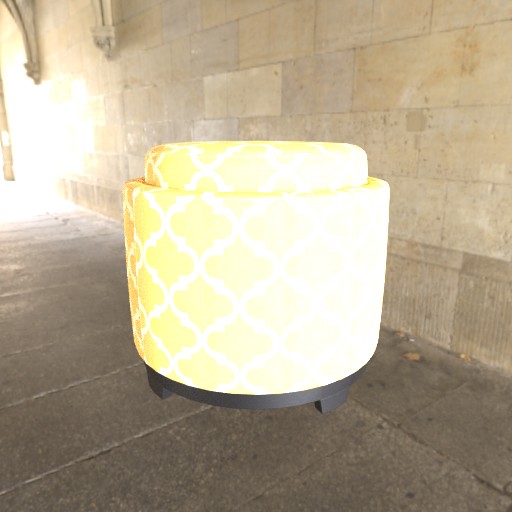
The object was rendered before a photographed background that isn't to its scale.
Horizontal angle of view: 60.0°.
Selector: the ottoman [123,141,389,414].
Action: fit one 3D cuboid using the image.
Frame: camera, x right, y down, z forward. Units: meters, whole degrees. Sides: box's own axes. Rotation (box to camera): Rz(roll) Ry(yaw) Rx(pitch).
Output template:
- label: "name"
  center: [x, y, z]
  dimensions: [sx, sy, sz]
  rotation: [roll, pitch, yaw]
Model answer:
- label: "ottoman"
  center: [0.000, 0.000, 0.855]
  dimensions: [0.480, 0.429, 0.480]
  rotation: [0, 15, 0]
